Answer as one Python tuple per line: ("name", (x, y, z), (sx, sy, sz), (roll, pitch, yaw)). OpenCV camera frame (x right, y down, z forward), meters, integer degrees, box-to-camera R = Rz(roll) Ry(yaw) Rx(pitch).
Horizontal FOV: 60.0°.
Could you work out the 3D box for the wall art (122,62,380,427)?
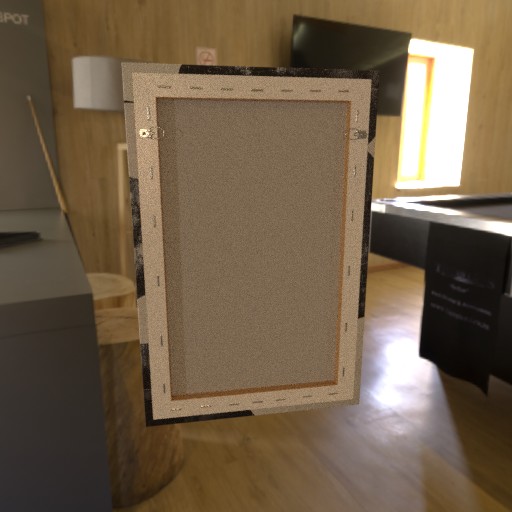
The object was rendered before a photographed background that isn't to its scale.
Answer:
("wall art", (0.000, 0.000, 1.156), (0.610, 0.915, 0.041), (-2, 14, -10))
